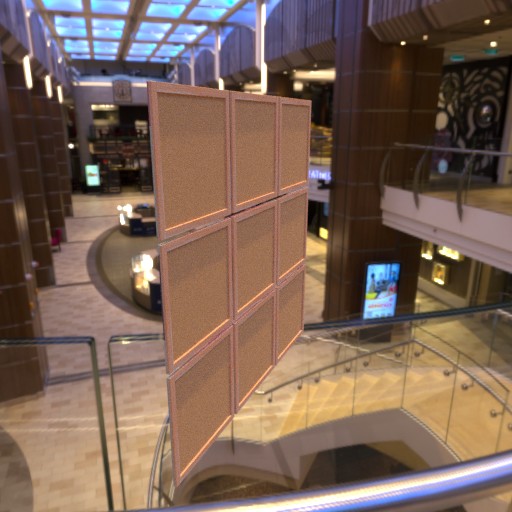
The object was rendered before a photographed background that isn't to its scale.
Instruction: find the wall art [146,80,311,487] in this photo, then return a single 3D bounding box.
[{"bbox_3d":[0.000,0.000,1.774,0.013,1.220,1.216,8,19,24],"label":"wall art"}]
